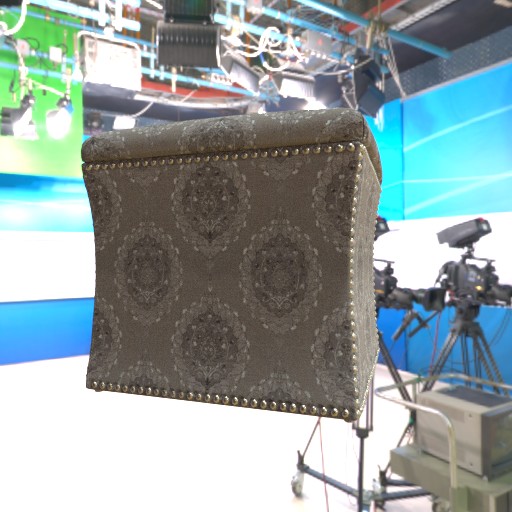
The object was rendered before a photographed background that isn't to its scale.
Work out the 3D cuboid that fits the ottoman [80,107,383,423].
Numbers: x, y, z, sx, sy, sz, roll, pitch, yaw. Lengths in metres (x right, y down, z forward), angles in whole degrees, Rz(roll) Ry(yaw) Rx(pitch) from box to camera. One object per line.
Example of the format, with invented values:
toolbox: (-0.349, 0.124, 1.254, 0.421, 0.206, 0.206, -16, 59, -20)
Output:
ottoman: (0.000, 0.000, 0.914, 0.497, 0.473, 0.507, 0, 0, 19)
